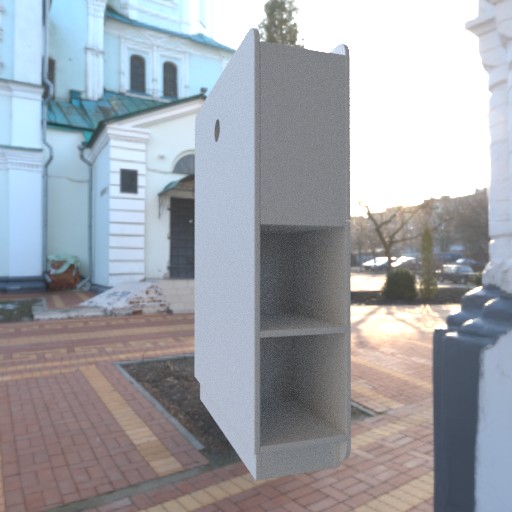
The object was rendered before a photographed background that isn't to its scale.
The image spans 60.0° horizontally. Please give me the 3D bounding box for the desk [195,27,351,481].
[{"bbox_3d":[0.000,0.000,1.539,0.278,1.190,0.795,0,-1,-19],"label":"desk"}]
